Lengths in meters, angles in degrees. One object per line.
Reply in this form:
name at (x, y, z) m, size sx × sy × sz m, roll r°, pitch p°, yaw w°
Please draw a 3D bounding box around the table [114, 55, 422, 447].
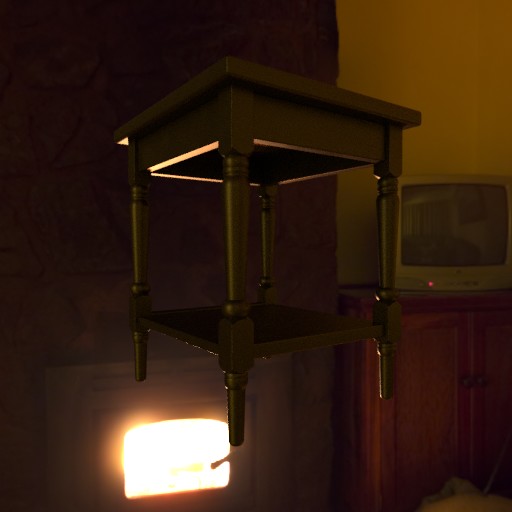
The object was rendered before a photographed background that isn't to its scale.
table at (0.000, 0.000, 0.934) m, size 0.442 × 0.565 × 0.488 m, roll -1°, pitch 1°, yaw -35°
